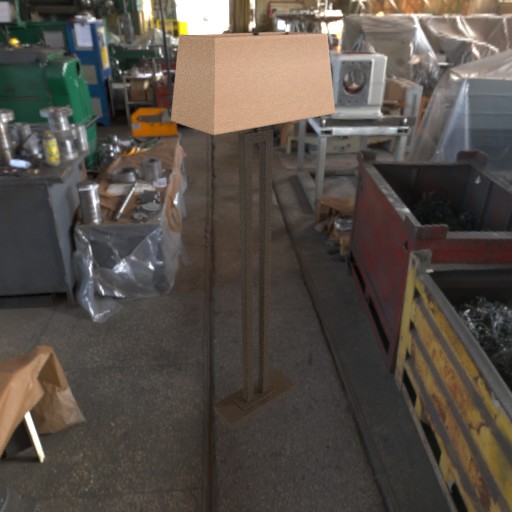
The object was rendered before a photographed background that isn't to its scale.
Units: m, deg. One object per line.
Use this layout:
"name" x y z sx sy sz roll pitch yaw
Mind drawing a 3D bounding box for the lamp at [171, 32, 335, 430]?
"lamp" 0.000 0.000 1.631 0.475 1.469 0.233 -21 35 -33
